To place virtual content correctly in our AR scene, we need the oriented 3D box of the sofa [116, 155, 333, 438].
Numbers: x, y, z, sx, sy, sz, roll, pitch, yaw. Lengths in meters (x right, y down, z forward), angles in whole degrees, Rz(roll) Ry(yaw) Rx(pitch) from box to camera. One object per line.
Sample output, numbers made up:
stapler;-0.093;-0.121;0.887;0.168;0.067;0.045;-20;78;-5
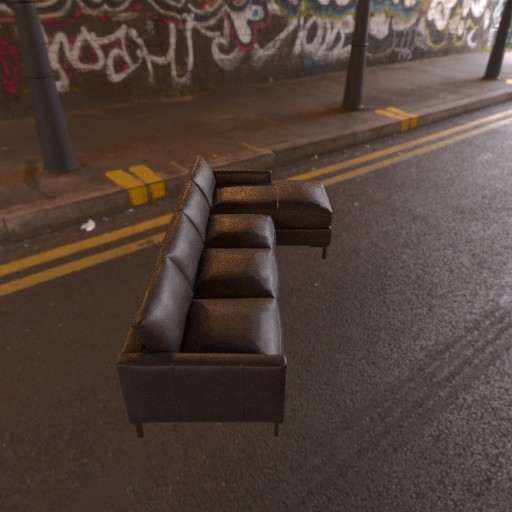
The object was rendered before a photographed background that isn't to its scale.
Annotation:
sofa;0.000;0.000;3.688;1.471;0.859;2.993;0;31;0
